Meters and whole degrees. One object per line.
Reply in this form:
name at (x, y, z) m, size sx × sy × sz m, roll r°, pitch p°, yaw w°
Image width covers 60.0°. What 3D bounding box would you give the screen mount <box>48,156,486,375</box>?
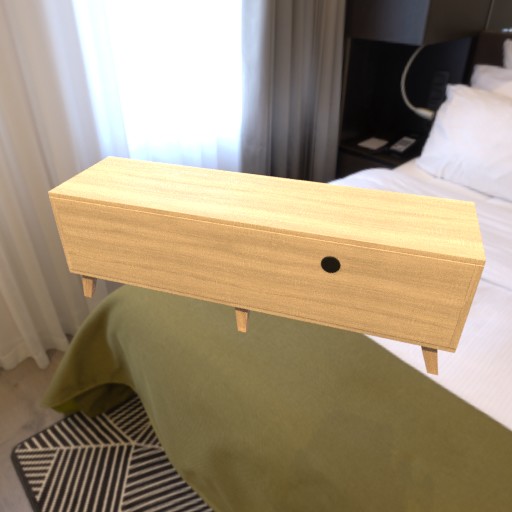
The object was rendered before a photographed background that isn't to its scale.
screen mount at (0.000, 0.000, 1.746) m, size 1.500 × 0.509 × 0.401 m, roll 10°, pitch 34°, yaw 15°
